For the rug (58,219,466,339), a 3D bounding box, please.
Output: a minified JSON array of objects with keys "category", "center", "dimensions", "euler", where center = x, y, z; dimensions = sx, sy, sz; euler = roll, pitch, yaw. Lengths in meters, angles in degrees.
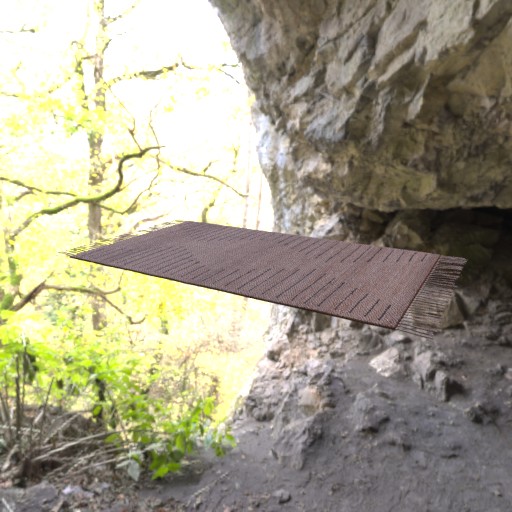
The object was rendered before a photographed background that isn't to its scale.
[{"category":"rug","center":[0.000,0.000,2.057],"dimensions":[1.718,0.017,0.905],"euler":[10,19,29]}]
